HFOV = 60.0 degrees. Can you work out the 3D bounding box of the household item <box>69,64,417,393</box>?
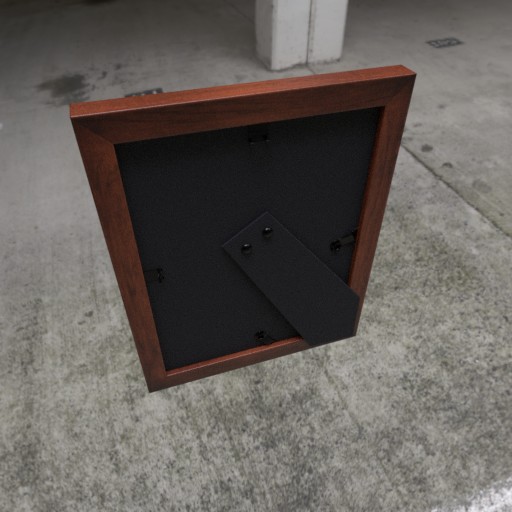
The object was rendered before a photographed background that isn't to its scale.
[{"bbox_3d":[0.000,0.000,0.332,0.200,0.250,0.020,-12,43,-14],"label":"household item"}]
